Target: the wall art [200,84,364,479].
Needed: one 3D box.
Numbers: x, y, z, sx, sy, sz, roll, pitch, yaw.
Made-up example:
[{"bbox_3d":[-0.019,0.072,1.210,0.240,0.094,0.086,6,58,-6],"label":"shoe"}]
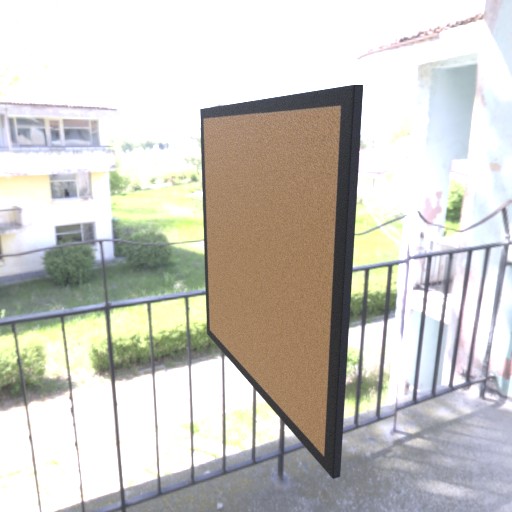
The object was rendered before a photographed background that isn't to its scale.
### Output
[{"bbox_3d":[0.000,0.000,0.990,0.016,0.659,0.663,-7,17,-25],"label":"wall art"}]
